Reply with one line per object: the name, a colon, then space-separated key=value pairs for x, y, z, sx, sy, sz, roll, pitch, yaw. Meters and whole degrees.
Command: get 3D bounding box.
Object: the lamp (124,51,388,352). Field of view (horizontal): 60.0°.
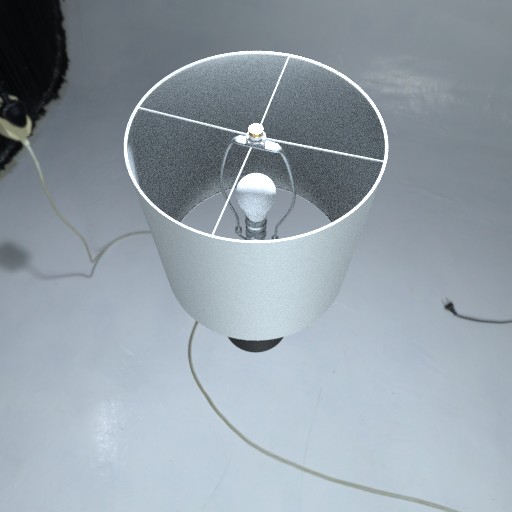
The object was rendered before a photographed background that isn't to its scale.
lamp: x=0.000 y=0.000 z=0.767 sx=0.308 sy=0.580 sz=0.308 roll=15 pitch=60 yaw=9
